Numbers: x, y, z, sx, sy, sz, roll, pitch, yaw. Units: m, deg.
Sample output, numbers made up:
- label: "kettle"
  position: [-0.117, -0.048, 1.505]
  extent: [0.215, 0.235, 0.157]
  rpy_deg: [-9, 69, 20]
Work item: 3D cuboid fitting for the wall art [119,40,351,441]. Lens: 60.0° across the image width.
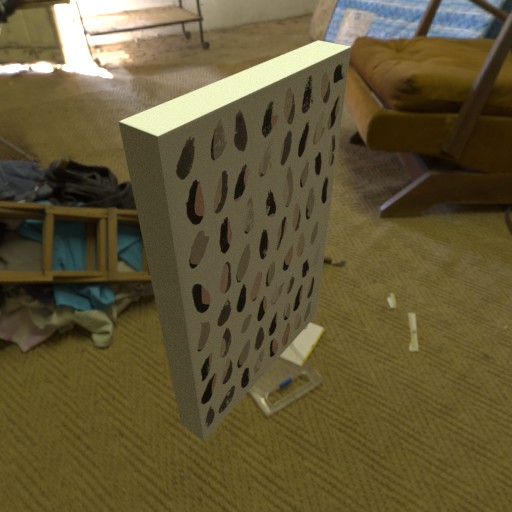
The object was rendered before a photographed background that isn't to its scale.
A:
- label: "wall art"
  position: [0.000, 0.000, 0.484]
  extent: [0.039, 0.381, 0.252]
  rpy_deg: [26, 47, 28]
